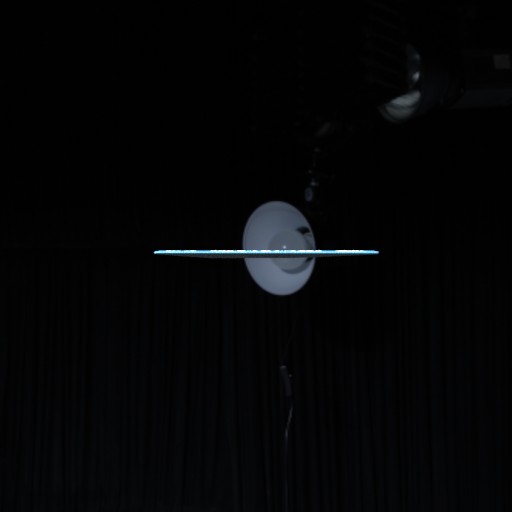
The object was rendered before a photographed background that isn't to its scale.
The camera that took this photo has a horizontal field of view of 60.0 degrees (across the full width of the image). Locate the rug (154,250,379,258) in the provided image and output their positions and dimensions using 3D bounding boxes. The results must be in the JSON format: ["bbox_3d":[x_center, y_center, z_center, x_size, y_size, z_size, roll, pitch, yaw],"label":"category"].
[{"bbox_3d":[0.000,0.000,2.394,0.662,0.011,2.196,0,-1,-2],"label":"rug"}]
